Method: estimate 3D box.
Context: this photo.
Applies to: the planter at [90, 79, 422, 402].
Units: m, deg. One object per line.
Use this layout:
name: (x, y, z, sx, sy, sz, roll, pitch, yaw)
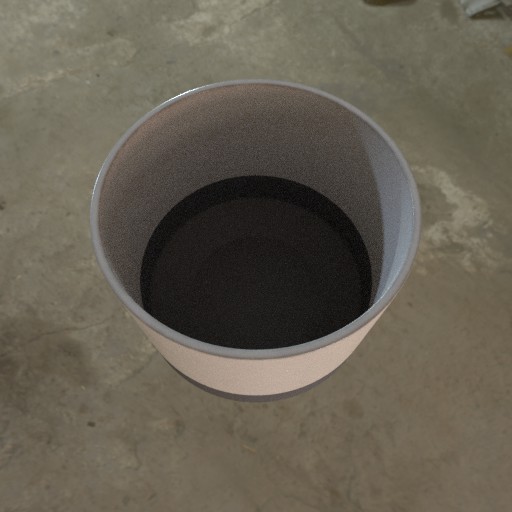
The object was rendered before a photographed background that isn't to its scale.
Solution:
planter: (0.000, 0.000, 0.220, 0.128, 0.105, 0.128, 0, 63, 0)
